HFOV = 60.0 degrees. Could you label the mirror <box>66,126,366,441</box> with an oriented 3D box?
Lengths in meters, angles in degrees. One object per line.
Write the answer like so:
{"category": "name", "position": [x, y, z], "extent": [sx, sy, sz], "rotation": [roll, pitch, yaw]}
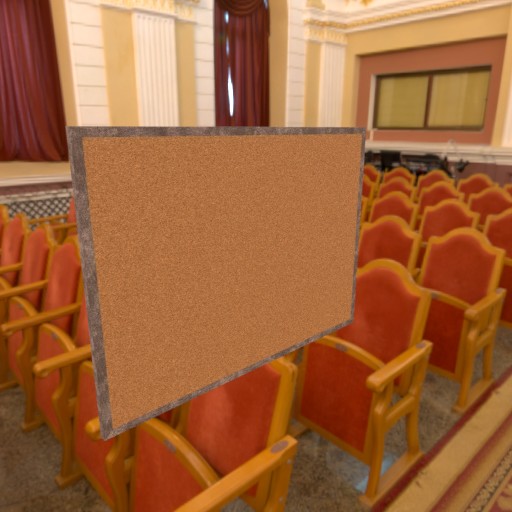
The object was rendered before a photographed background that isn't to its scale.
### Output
{"category": "mirror", "position": [0.000, 0.000, 1.422], "extent": [1.101, 0.795, 0.022], "rotation": [-14, 21, -40]}
